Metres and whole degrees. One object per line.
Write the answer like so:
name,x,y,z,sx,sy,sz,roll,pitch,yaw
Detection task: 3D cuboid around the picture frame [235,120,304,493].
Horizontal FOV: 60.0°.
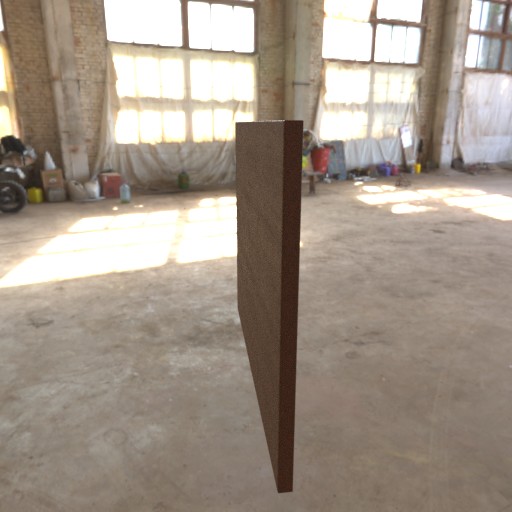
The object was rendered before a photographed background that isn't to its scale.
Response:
picture frame,0.000,0.000,1.752,0.045,1.018,1.329,-2,17,-7
